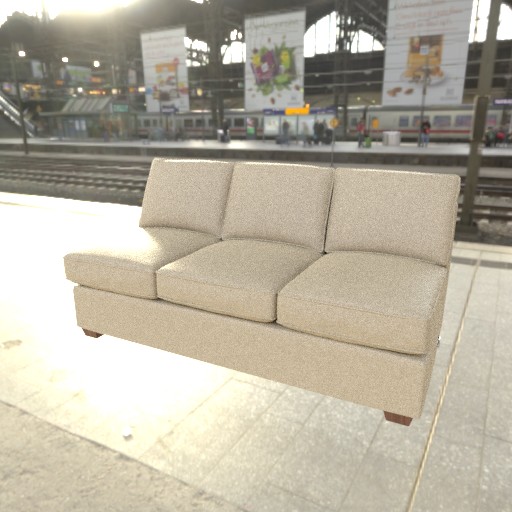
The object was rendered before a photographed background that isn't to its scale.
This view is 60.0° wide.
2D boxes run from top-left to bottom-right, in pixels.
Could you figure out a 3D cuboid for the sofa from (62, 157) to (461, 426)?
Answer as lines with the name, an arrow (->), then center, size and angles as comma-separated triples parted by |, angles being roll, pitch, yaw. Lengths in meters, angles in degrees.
sofa -> 0.000, 0.000, 2.463 | 1.962, 0.973, 1.027 | 8, 18, 26
